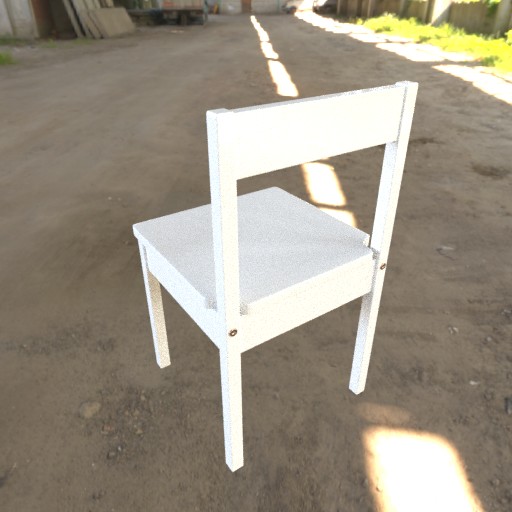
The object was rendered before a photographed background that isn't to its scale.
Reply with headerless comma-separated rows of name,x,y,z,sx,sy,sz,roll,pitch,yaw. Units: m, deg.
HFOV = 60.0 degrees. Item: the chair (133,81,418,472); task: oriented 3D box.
chair,0.000,0.000,0.884,0.367,0.668,0.361,-20,36,-29
